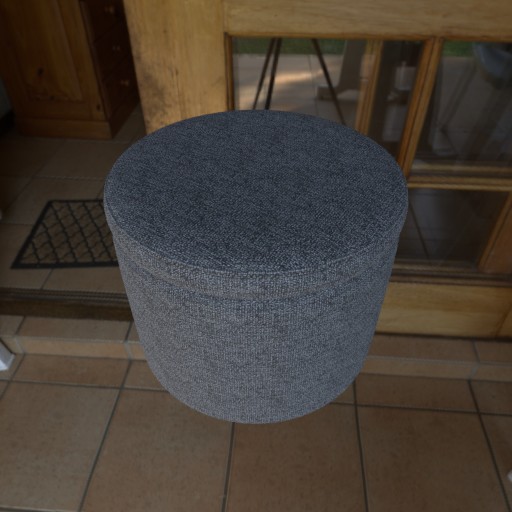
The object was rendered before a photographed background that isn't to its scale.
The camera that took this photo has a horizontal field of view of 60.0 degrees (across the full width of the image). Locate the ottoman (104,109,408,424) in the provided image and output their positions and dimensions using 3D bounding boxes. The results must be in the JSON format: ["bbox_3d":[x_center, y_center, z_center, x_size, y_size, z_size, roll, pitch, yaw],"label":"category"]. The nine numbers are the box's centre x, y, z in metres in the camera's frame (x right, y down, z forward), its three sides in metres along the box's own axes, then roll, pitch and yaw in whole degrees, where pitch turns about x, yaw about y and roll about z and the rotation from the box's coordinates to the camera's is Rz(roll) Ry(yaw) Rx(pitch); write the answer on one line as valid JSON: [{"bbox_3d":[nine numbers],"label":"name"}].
[{"bbox_3d":[0.000,0.000,0.894,0.520,0.430,0.520,0,42,0],"label":"ottoman"}]
